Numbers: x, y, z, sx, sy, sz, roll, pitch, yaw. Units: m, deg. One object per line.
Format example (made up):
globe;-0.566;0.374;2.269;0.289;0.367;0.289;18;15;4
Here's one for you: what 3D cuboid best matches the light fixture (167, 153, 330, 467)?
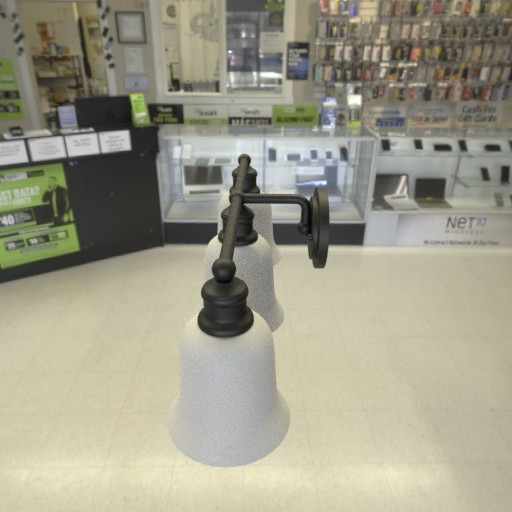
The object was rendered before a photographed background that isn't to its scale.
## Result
light fixture;0.000;0.000;0.670;0.198;0.211;0.570;1;27;1
